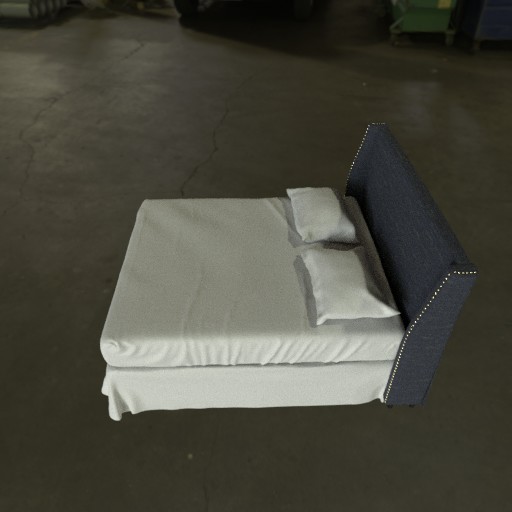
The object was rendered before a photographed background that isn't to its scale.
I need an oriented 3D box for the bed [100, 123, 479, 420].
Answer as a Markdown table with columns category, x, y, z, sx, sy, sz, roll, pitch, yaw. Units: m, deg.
| category | x | y | z | sx | sy | sz | roll | pitch | yaw |
| --- | --- | --- | --- | --- | --- | --- | --- | --- | --- |
| bed | 0.000 | 0.000 | 3.390 | 2.276 | 1.332 | 1.925 | -1 | 40 | -1 |
